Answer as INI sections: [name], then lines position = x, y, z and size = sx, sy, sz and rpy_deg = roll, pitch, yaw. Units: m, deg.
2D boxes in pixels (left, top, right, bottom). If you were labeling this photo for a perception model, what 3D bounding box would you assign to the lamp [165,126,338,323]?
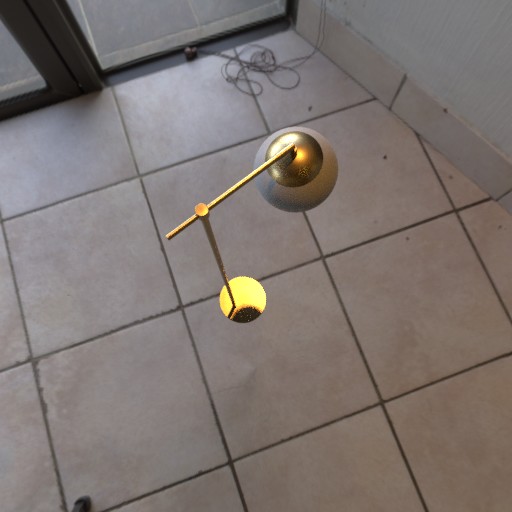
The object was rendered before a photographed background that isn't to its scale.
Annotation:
[lamp]
position = 0.000, 0.000, 1.679
size = 0.476, 1.505, 0.249
rpy_deg = -38, 79, -9
